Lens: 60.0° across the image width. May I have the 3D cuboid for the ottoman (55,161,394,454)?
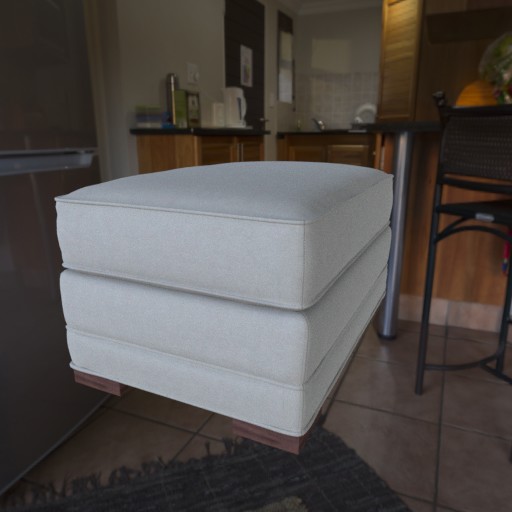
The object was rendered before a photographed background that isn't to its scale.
[{"bbox_3d":[0.000,0.000,1.219,0.611,0.482,0.848,8,18,25],"label":"ottoman"}]
